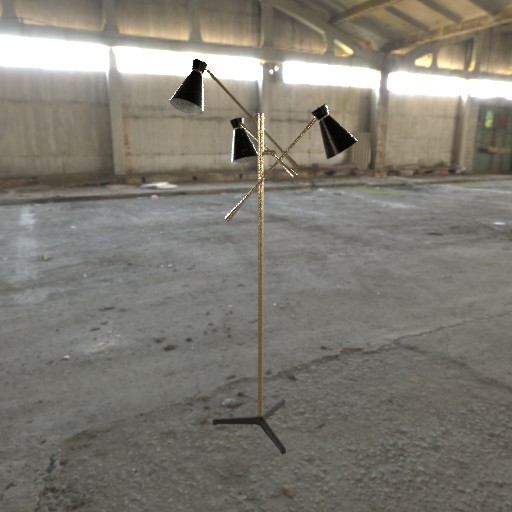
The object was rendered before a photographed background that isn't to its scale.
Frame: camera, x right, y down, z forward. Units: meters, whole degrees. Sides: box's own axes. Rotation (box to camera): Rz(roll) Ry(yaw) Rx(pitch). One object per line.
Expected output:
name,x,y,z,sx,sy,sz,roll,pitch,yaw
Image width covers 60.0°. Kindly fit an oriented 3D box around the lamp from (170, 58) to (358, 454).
lamp,0.000,0.000,2.190,0.750,1.804,0.653,-7,15,-26
